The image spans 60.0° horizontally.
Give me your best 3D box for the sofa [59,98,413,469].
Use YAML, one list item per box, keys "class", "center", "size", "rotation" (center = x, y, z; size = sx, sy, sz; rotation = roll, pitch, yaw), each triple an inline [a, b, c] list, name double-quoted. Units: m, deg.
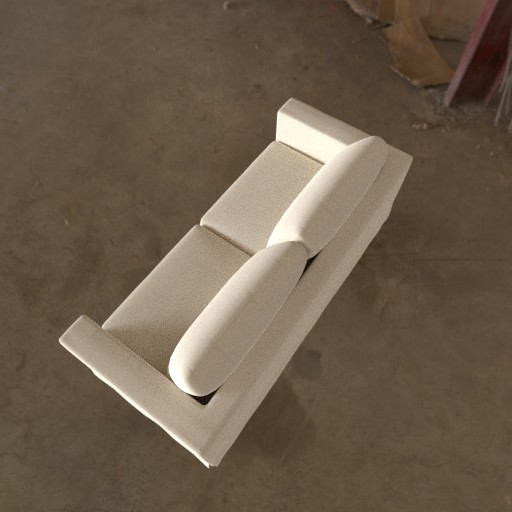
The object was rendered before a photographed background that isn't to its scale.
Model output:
- class: "sofa"
  center: [0.000, 0.000, 2.690]
  size: [0.954, 0.881, 2.163]
  rotation: [32, 66, 16]
